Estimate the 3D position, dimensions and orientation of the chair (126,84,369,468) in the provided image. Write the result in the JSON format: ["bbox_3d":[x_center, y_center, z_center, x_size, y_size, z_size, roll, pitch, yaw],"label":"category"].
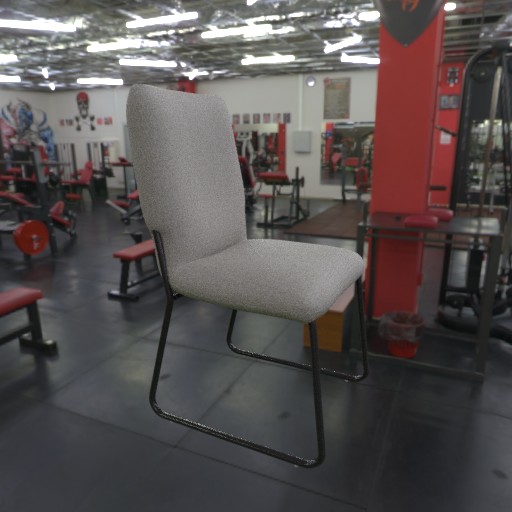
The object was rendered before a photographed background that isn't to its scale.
[{"bbox_3d":[0.000,0.000,1.198,0.560,0.864,0.448,7,17,26],"label":"chair"}]
